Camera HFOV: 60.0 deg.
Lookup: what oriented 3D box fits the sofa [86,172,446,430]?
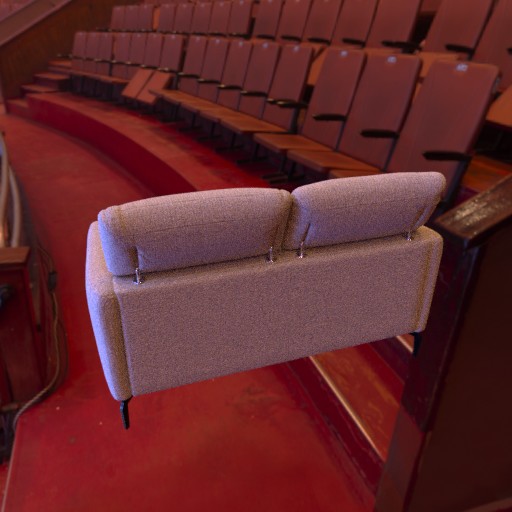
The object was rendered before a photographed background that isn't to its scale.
[{"bbox_3d":[0.000,0.000,2.146,1.540,0.950,0.905,-9,28,-17],"label":"sofa"}]
